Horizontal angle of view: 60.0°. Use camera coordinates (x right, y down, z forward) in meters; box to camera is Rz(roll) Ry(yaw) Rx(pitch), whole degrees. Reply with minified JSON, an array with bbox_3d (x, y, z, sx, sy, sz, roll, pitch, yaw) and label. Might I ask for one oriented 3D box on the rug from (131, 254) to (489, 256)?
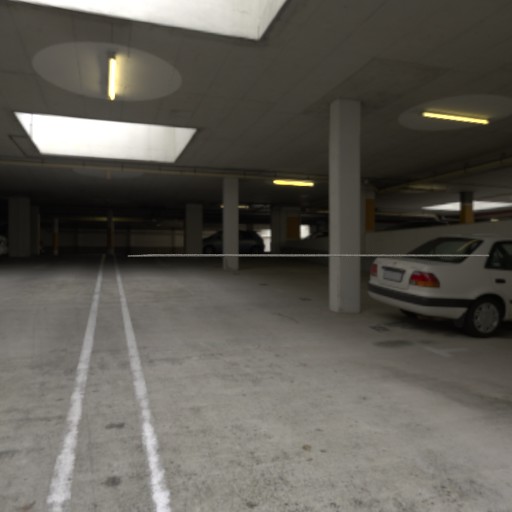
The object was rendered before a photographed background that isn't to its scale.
[{"bbox_3d":[0.000,0.000,2.896,1.523,0.006,2.289,0,0,-19],"label":"rug"}]
